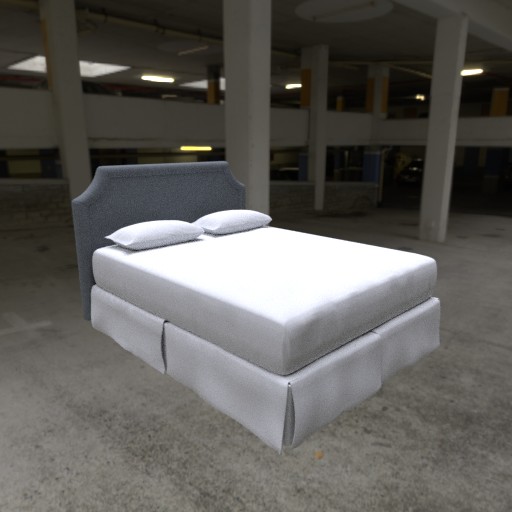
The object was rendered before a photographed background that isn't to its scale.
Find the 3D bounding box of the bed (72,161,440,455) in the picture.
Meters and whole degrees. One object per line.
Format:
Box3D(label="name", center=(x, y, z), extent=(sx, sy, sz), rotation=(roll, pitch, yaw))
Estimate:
Box3D(label="bed", center=(0.000, 0.000, 3.353), extent=(1.811, 1.296, 2.259), rotation=(-14, 20, -43))
